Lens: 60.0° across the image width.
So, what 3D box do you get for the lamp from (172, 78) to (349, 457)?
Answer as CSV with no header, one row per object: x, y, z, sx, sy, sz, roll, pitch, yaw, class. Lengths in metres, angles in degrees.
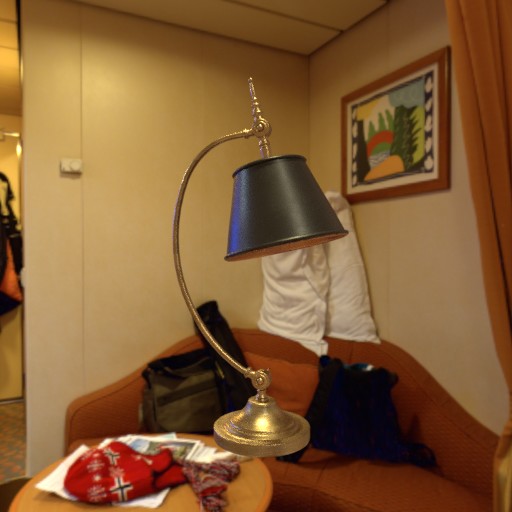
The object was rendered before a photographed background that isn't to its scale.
0.000,0.000,0.840,0.344,0.675,0.235,0,0,16,lamp
